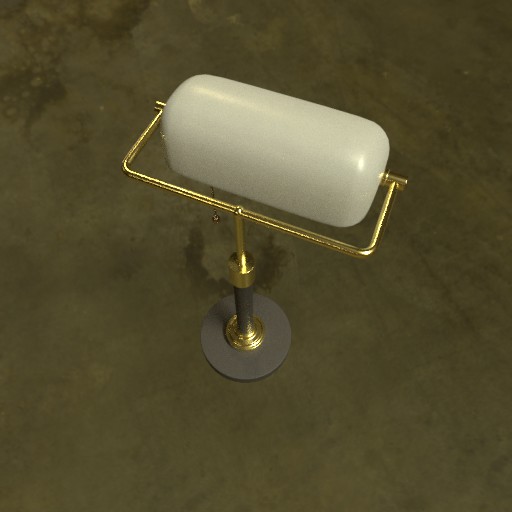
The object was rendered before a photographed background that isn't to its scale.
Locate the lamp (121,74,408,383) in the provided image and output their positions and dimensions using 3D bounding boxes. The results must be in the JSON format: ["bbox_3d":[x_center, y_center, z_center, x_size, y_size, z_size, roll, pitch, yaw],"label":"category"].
[{"bbox_3d":[0.000,0.000,0.559,0.269,0.404,0.227,20,62,11],"label":"lamp"}]
